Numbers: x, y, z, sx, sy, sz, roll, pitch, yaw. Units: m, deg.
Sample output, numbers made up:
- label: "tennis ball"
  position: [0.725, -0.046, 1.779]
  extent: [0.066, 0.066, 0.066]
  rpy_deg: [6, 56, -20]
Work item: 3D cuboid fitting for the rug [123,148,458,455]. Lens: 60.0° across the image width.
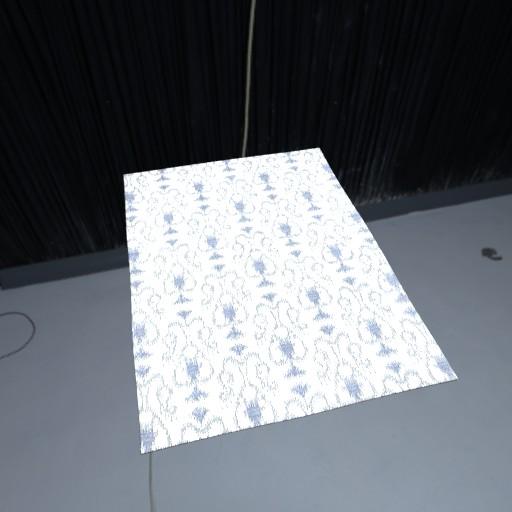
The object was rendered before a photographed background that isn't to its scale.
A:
- label: "rug"
  position: [0.000, 0.000, 2.978]
  extent: [1.676, 0.013, 2.261]
  rpy_deg: [-10, 48, -9]
